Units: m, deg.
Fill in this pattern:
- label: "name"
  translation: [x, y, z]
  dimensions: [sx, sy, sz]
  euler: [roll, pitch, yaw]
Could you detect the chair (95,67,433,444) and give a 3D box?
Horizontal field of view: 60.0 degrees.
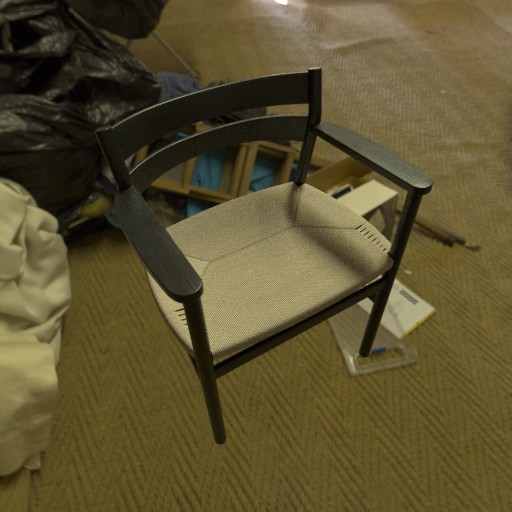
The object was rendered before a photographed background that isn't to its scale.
- label: "chair"
  translation: [0.000, 0.000, 1.183]
  dimensions: [0.630, 0.775, 0.508]
  euler: [-24, 51, -21]
